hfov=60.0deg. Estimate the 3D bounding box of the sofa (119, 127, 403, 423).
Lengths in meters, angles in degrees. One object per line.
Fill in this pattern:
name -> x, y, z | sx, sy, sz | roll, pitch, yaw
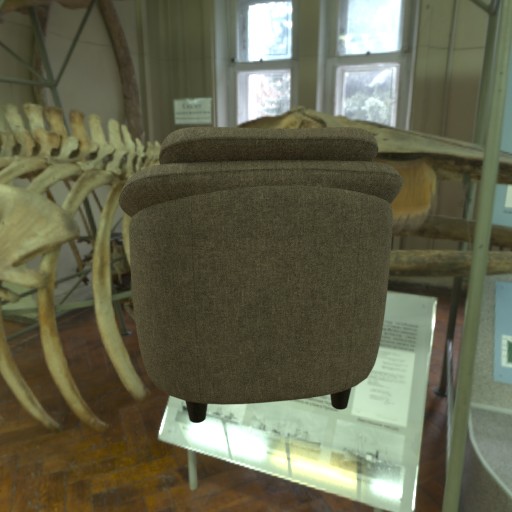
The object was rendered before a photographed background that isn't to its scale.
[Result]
sofa -> 0.000, 0.000, 1.477 | 0.870, 0.811, 0.794 | -2, 15, -8
